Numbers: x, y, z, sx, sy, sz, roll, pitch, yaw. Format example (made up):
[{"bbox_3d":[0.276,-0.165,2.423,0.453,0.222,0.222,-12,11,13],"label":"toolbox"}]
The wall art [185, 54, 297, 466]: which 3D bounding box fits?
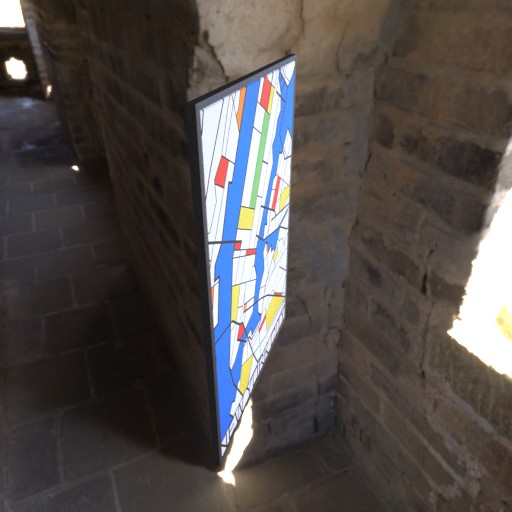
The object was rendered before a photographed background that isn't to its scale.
[{"bbox_3d":[0.000,0.000,0.852,0.013,0.660,0.460,10,33,16],"label":"wall art"}]
